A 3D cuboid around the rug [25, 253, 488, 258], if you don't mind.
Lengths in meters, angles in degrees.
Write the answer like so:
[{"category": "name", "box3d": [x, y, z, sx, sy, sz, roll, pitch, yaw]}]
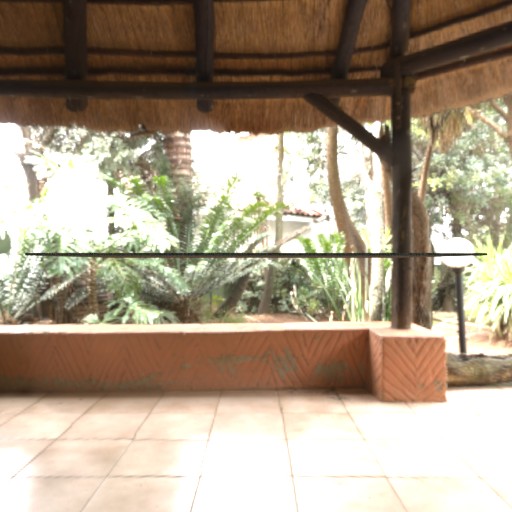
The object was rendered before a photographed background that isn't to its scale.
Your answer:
[{"category": "rug", "box3d": [0.000, 0.000, 3.090, 2.438, 0.015, 1.524, 0, -1, -1]}]
